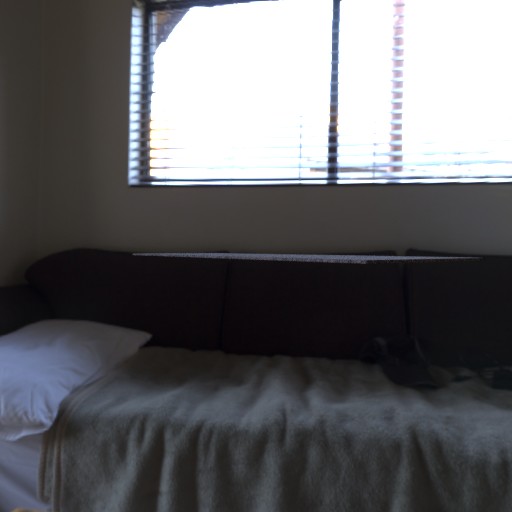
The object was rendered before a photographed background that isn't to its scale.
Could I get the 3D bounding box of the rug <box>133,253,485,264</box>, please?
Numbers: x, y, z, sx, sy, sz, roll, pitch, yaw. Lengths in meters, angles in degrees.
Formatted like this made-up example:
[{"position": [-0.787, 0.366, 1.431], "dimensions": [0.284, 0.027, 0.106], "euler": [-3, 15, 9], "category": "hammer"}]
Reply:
[{"position": [0.000, 0.000, 2.533], "dimensions": [0.691, 0.011, 2.296], "euler": [-1, 1, -34], "category": "rug"}]
